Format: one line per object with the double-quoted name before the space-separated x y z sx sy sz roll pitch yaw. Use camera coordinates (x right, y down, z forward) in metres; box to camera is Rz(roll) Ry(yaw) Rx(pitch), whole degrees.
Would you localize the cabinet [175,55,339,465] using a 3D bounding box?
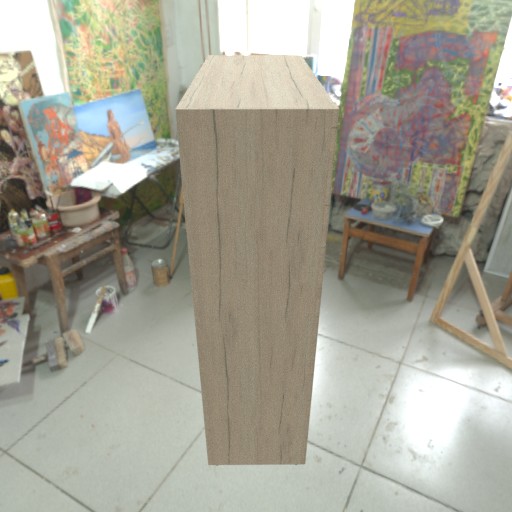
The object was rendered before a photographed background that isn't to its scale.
"cabinet" 0.000 0.000 2.698 0.580 2.070 1.400 0 31 0
